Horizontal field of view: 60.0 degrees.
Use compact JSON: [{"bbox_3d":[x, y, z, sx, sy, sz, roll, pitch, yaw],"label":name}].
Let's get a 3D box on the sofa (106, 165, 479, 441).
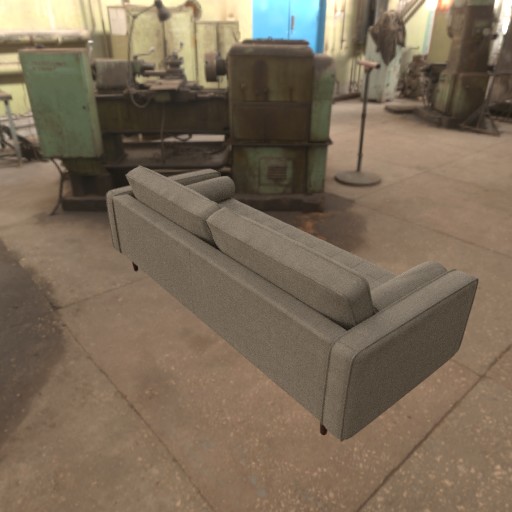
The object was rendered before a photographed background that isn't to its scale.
[{"bbox_3d":[0.000,0.000,2.619,0.914,0.762,2.211,-21,34,-34],"label":"sofa"}]
